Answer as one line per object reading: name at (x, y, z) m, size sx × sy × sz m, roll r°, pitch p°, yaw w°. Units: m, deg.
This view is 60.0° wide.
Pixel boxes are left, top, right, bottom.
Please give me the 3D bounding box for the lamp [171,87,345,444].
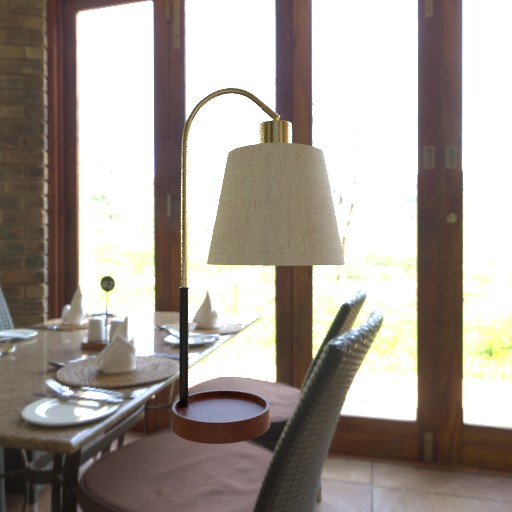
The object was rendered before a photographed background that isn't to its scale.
lamp at (0.000, 0.000, 0.692) m, size 0.273 × 0.536 × 0.211 m, roll 0°, pitch 0°, yaw 18°
